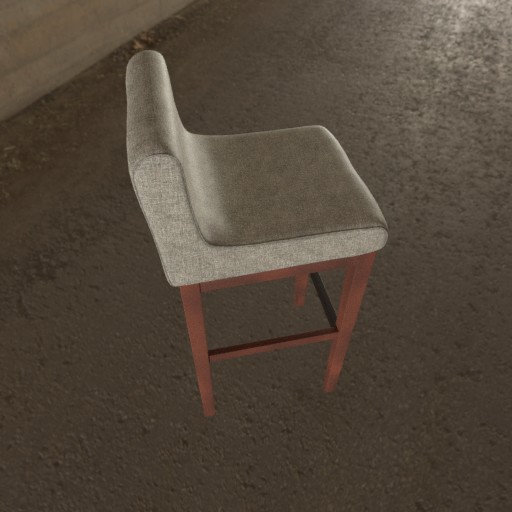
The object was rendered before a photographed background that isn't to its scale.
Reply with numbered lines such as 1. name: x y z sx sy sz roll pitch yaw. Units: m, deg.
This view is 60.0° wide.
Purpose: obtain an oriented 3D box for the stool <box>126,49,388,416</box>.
1. stool: 0.000 0.000 1.188 0.499 0.965 0.426 -9 46 -8
